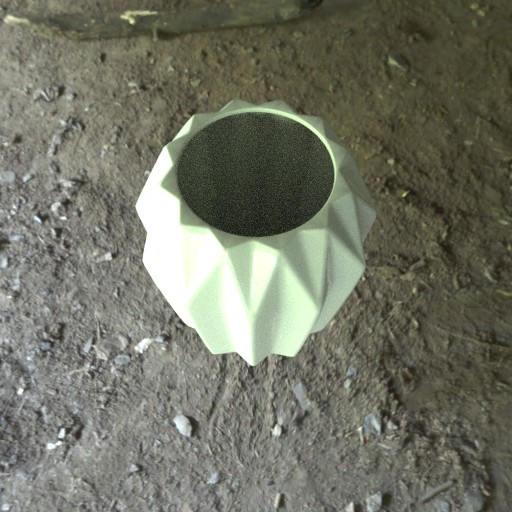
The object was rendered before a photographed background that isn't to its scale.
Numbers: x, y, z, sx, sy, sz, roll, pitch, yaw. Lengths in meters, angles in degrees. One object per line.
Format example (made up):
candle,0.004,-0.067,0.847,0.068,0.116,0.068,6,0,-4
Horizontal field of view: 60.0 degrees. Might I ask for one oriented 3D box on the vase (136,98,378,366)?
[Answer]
vase,0.000,0.000,0.430,0.195,0.275,0.195,0,63,0
